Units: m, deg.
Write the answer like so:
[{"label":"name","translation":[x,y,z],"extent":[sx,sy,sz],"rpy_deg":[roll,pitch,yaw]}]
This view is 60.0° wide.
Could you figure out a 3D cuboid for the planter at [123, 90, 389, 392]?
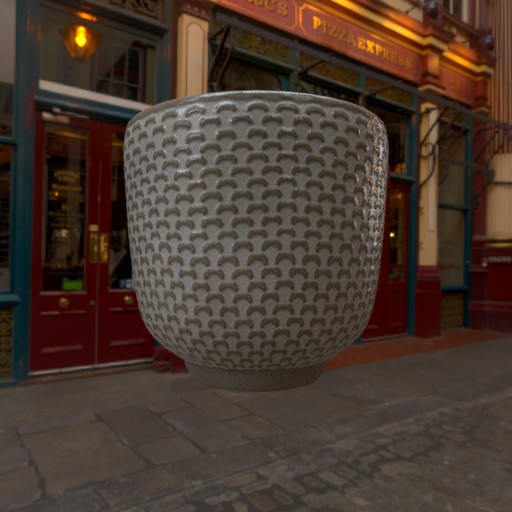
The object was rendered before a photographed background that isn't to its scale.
[{"label":"planter","translation":[0.000,0.000,0.300],"extent":[0.173,0.160,0.173],"rpy_deg":[0,-1,0]}]
